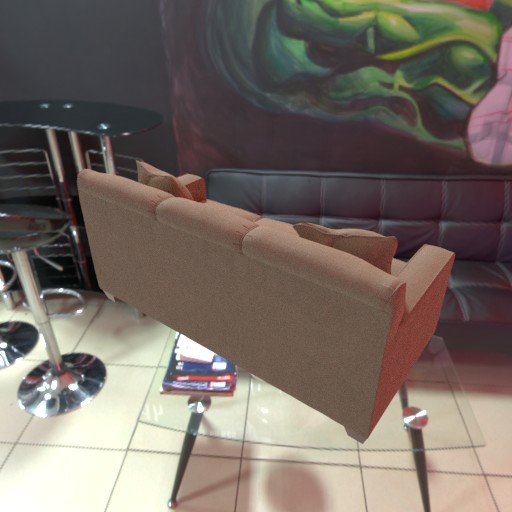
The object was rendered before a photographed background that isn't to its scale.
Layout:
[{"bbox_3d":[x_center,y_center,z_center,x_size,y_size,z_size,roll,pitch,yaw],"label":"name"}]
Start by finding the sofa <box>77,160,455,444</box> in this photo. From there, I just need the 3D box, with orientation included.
[{"bbox_3d":[0.000,0.000,2.669,2.024,0.958,0.997,21,37,31],"label":"sofa"}]
